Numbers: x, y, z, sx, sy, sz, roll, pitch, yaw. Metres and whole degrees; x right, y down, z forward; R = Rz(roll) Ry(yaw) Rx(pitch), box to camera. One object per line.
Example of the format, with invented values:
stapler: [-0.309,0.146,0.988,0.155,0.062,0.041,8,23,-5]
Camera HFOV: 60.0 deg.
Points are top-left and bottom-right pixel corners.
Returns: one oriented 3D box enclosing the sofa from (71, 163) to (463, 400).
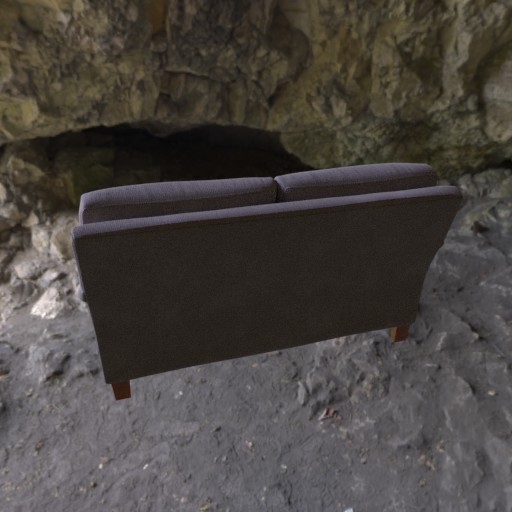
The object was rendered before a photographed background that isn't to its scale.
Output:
sofa: [0.000,0.000,2.540,1.853,1.101,1.084,-8,27,-15]
